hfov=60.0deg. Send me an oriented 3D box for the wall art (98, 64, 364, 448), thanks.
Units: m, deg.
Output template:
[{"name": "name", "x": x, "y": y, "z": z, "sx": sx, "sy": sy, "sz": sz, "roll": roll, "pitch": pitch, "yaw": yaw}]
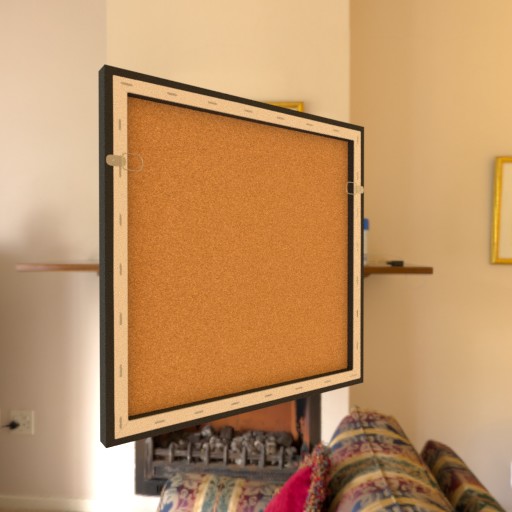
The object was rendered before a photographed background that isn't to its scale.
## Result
[{"name": "wall art", "x": 0.000, "y": 0.000, "z": 1.110, "sx": 0.758, "sy": 0.758, "sz": 0.044, "roll": 0, "pitch": 1, "yaw": -36}]
